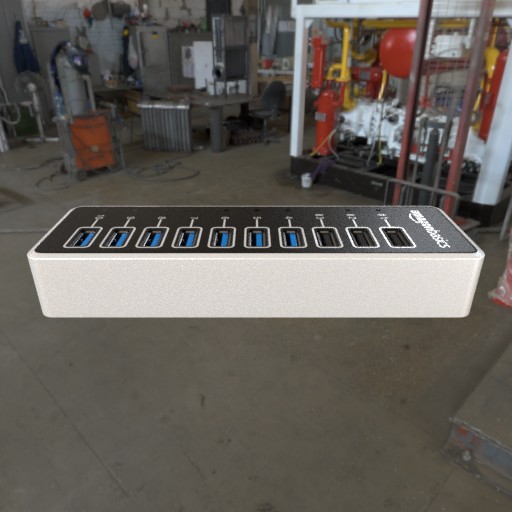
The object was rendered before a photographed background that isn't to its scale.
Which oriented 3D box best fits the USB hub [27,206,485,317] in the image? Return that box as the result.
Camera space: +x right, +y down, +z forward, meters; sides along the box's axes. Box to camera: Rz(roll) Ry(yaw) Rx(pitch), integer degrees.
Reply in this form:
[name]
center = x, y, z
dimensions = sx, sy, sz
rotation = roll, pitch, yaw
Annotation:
[USB hub]
center = 0.000, 0.000, 0.161
dimensions = 0.145, 0.023, 0.044
rotation = 0, 28, 0
